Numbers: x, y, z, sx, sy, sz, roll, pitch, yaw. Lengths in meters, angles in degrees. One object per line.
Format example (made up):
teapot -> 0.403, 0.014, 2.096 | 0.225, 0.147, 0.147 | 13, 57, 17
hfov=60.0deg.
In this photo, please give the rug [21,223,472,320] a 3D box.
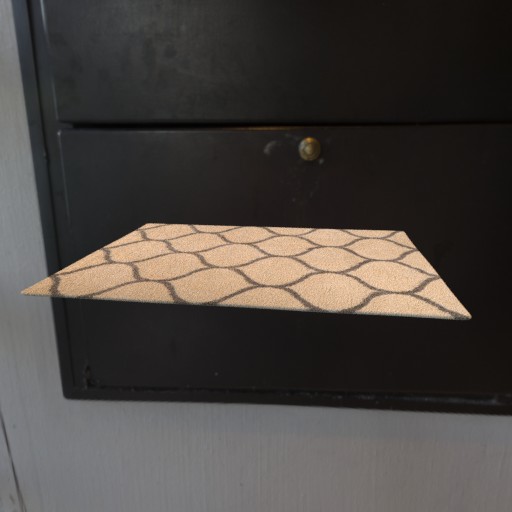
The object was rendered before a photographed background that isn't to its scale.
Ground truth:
rug -> 0.000, 0.000, 4.021 | 3.000, 0.026, 2.399 | 2, 16, 8
